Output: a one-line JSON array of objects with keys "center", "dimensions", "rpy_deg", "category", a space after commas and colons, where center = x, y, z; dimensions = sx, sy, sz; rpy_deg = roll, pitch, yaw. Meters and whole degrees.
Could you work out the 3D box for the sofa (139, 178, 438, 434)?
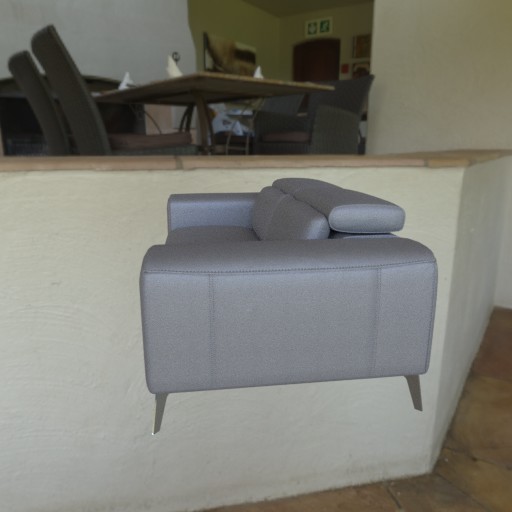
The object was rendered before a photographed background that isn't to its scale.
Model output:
[{"center": [0.000, 0.000, 2.390], "dimensions": [1.024, 0.753, 1.930], "rpy_deg": [-2, 14, -8], "category": "sofa"}]
